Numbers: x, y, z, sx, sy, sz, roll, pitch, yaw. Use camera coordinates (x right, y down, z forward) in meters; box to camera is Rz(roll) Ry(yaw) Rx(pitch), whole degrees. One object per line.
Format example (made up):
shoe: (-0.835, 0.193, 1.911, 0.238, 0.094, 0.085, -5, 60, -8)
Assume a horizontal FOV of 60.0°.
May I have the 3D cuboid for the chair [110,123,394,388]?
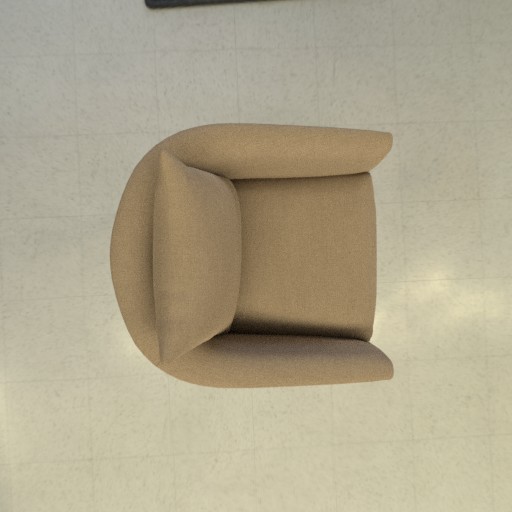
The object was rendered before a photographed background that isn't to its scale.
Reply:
chair: (0.000, 0.000, 1.597, 0.910, 0.848, 0.845, 0, 89, -2)
